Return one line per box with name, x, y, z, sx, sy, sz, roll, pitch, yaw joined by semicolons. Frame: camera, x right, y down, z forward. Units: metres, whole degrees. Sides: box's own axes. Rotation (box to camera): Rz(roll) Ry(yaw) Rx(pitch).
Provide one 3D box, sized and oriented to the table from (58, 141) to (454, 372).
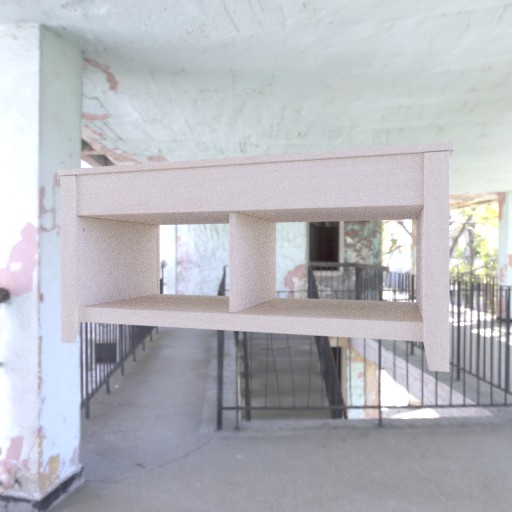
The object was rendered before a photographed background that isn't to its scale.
table;0.000;0.000;1.299;1.016;0.483;0.457;0;0;18
